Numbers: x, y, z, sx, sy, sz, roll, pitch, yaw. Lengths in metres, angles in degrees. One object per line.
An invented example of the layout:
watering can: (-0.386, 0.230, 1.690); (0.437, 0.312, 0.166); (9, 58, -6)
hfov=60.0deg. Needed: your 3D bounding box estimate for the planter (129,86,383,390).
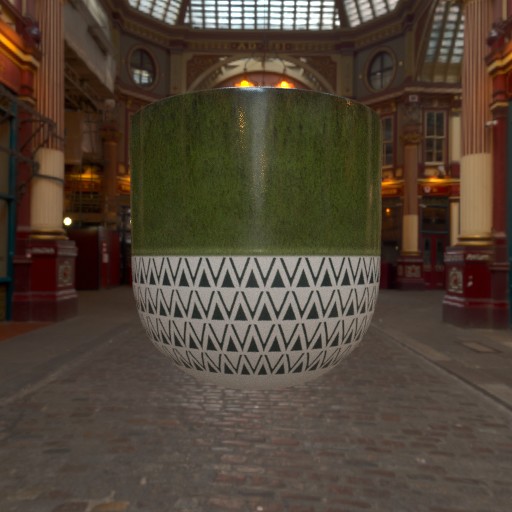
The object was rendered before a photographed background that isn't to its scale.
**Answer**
planter: (0.000, 0.000, 0.484); (0.266, 0.270, 0.266); (0, 0, 0)
